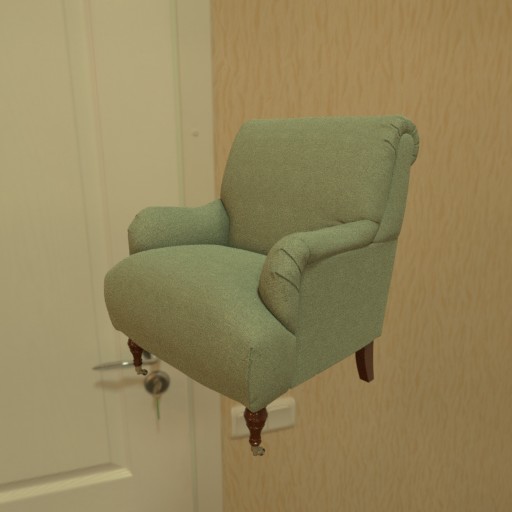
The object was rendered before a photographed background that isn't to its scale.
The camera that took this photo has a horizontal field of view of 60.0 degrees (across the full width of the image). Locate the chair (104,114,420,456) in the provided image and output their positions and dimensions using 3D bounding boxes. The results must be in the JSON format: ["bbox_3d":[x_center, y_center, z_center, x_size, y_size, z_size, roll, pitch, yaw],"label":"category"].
[{"bbox_3d":[0.000,0.000,1.933,0.964,1.178,1.060,15,21,43],"label":"chair"}]
